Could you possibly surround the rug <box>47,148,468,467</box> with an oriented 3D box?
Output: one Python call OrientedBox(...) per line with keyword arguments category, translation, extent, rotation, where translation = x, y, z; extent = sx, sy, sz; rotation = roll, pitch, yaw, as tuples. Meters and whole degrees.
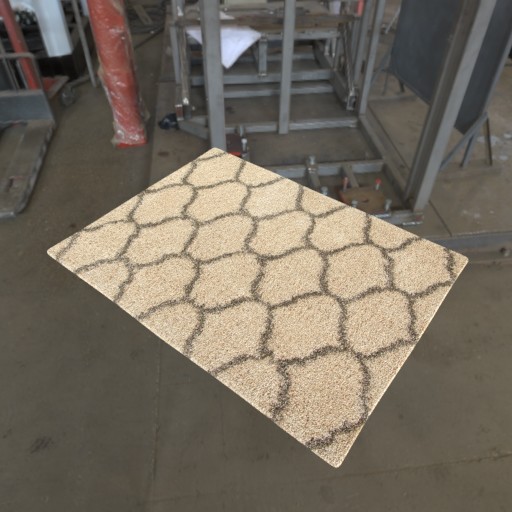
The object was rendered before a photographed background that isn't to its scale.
OrientedBox(category="rug", translation=(0.000, 0.000, 2.093), extent=(1.600, 0.025, 1.200), rotation=(29, 51, 26))
